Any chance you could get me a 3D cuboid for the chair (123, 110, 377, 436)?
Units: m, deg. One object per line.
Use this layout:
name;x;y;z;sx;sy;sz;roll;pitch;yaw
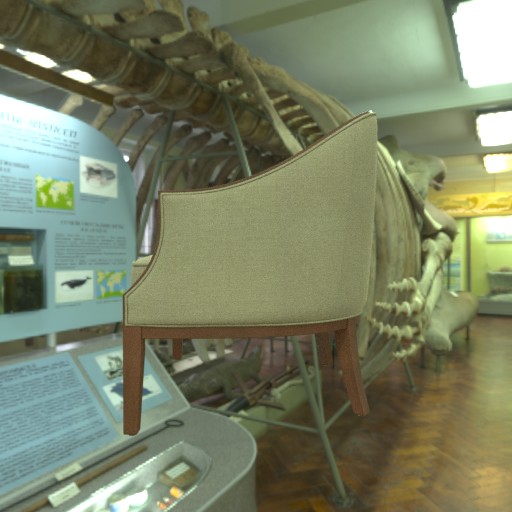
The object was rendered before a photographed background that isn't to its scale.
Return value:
chair;0.000;0.000;1.474;0.735;0.876;0.803;0;1;-1
